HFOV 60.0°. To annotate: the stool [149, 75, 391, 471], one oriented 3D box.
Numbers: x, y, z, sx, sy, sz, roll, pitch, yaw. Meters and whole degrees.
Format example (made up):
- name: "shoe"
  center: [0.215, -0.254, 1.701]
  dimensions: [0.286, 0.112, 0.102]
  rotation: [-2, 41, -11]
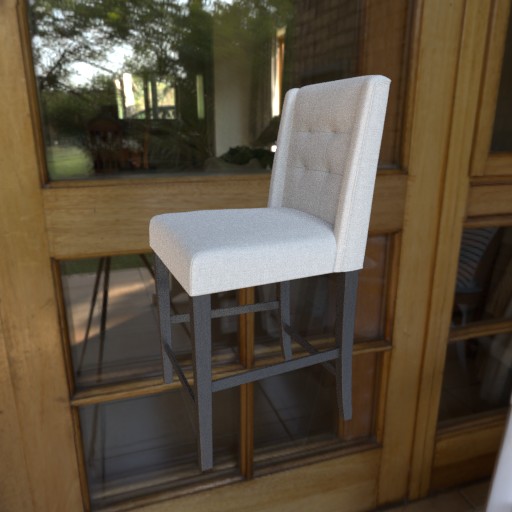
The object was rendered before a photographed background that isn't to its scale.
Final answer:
- name: "stool"
  center: [0.000, 0.000, 1.249]
  dimensions: [0.509, 0.939, 0.474]
  rotation: [-7, 17, -22]
